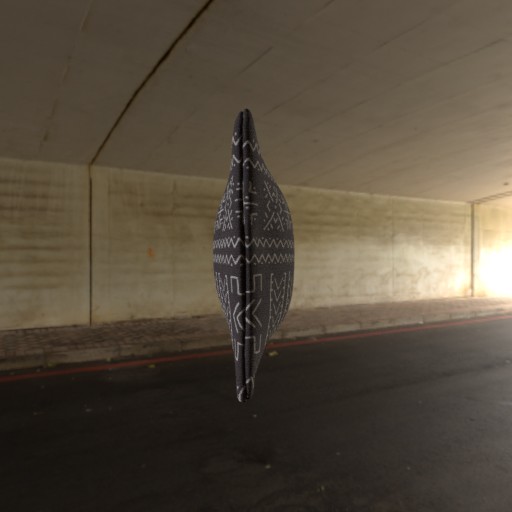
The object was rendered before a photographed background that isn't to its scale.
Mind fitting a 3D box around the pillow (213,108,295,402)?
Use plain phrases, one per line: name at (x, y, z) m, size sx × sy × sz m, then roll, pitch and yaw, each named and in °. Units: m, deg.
pillow at (0.000, 0.000, 0.809) m, size 0.135 × 0.322 × 0.667 m, roll 0°, pitch 0°, yaw 1°
